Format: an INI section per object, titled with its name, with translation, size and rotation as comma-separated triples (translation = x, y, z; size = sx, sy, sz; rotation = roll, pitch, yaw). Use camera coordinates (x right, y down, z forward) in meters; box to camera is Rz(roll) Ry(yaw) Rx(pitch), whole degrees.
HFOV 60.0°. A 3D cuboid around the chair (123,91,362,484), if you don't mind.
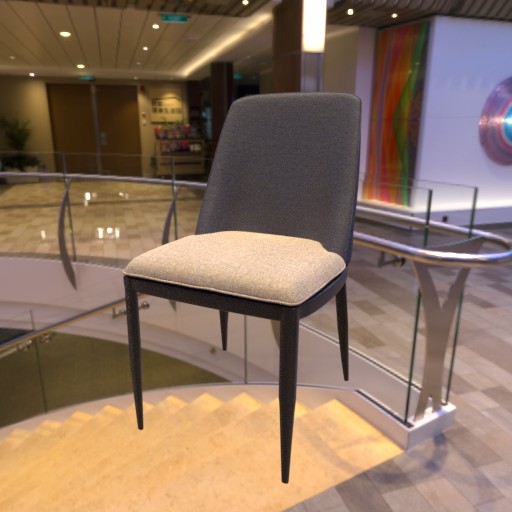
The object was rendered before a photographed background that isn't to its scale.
[chair]
translation = 0.000, 0.000, 1.162
size = 0.480, 0.839, 0.551
rotation = 8, 18, 25
